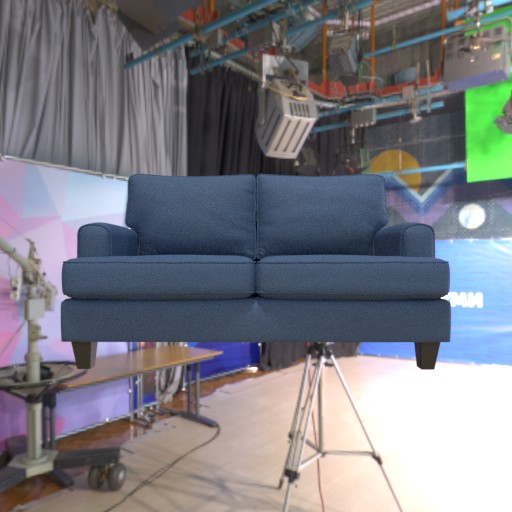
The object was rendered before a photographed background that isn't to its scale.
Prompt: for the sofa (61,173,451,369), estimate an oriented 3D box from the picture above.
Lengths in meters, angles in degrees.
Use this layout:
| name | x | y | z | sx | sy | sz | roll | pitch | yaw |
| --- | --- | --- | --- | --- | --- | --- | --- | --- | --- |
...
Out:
| name | x | y | z | sx | sy | sz | roll | pitch | yaw |
| --- | --- | --- | --- | --- | --- | --- | --- | --- | --- |
| sofa | 0.000 | 0.000 | 2.283 | 1.651 | 0.965 | 0.965 | 0 | 0 | 0 |
